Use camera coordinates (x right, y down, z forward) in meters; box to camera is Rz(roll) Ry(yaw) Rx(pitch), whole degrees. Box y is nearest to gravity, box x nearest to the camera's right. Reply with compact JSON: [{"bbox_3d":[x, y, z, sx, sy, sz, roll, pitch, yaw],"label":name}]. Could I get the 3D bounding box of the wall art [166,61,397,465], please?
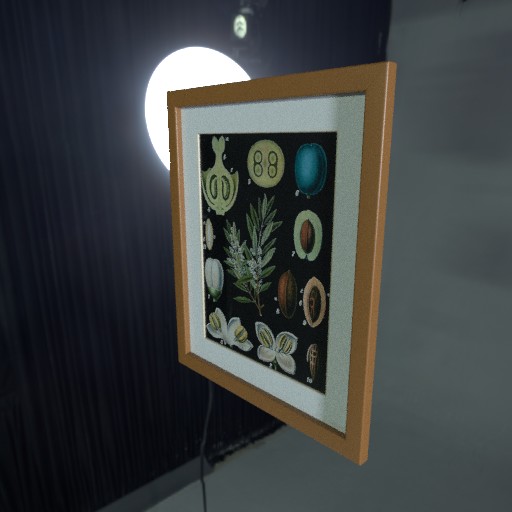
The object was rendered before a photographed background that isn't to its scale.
[{"bbox_3d":[0.000,0.000,0.509,0.310,0.379,0.015,14,20,43],"label":"wall art"}]
